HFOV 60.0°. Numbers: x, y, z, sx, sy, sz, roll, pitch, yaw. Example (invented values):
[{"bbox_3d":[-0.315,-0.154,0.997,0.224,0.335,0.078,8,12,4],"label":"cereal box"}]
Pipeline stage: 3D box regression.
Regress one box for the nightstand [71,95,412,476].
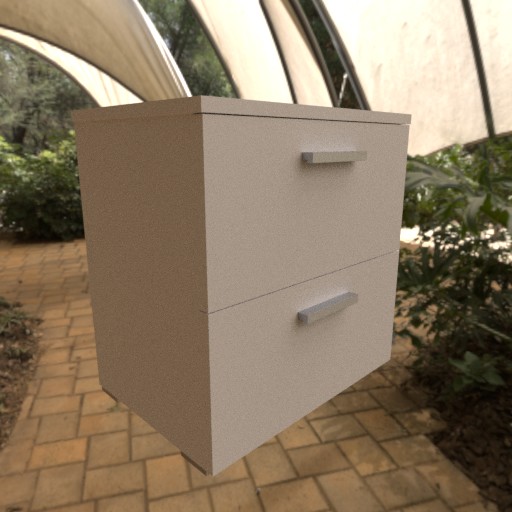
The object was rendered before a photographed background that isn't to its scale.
[{"bbox_3d":[0.000,0.000,0.745,0.441,0.460,0.325,-14,20,-43],"label":"nightstand"}]
